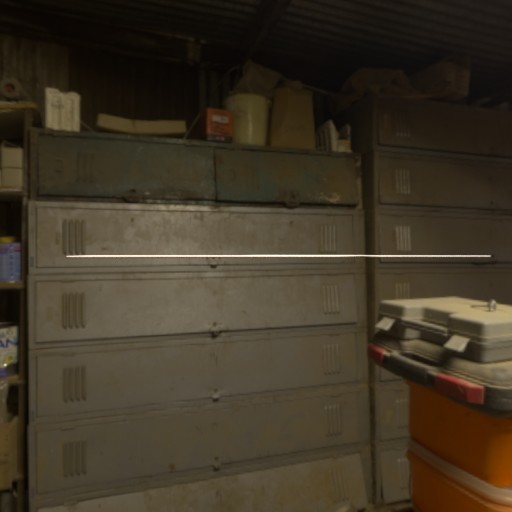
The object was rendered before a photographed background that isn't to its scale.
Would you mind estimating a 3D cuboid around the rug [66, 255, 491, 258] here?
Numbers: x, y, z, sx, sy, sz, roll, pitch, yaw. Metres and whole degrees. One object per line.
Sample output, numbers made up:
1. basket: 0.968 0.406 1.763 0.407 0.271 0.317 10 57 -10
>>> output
1. rug: 0.000 0.000 4.069 3.009 0.019 2.423 0 0 -18
